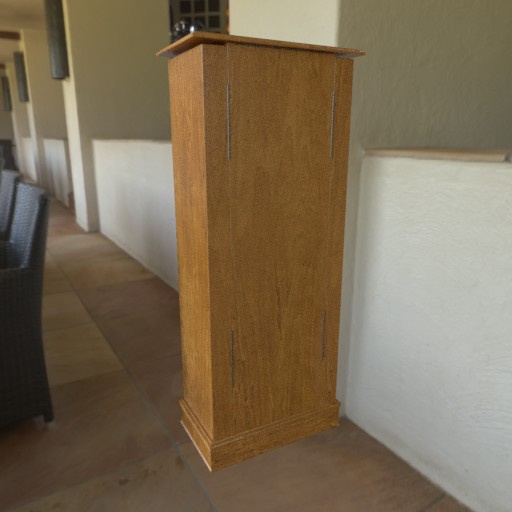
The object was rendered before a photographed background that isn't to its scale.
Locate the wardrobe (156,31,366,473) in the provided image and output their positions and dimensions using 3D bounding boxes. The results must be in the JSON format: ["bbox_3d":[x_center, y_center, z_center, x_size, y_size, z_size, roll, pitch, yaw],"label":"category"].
[{"bbox_3d":[0.000,0.000,1.131,0.406,0.959,0.273,-8,17,-27],"label":"wardrobe"}]
